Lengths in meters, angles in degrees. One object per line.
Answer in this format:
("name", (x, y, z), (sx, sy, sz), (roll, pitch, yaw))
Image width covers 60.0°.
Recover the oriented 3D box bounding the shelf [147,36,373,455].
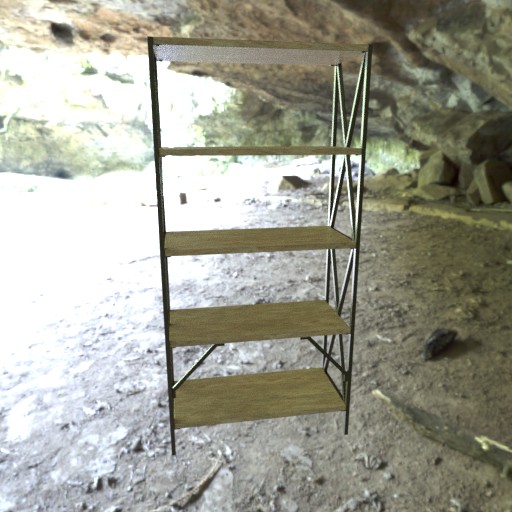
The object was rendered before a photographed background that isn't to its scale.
("shelf", (0.000, 0.000, 2.108), (0.874, 1.803, 0.386), (-3, 15, -10))
